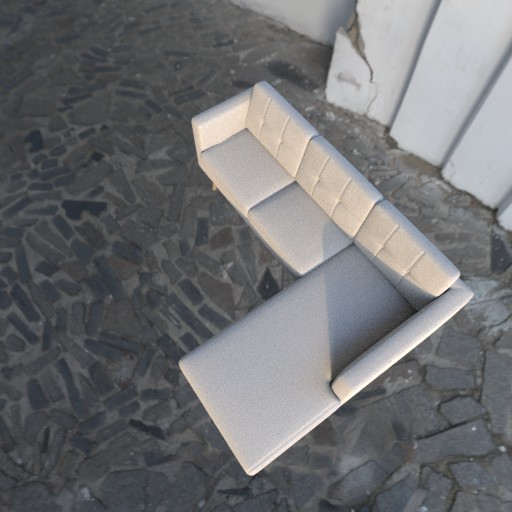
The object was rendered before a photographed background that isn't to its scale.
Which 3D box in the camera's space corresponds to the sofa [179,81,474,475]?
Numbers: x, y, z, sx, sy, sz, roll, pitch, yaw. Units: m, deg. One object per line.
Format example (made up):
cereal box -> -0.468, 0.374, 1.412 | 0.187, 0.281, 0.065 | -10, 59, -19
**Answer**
sofa -> 0.000, 0.000, 2.840 | 1.530, 0.860, 2.040 | -32, 67, -15
